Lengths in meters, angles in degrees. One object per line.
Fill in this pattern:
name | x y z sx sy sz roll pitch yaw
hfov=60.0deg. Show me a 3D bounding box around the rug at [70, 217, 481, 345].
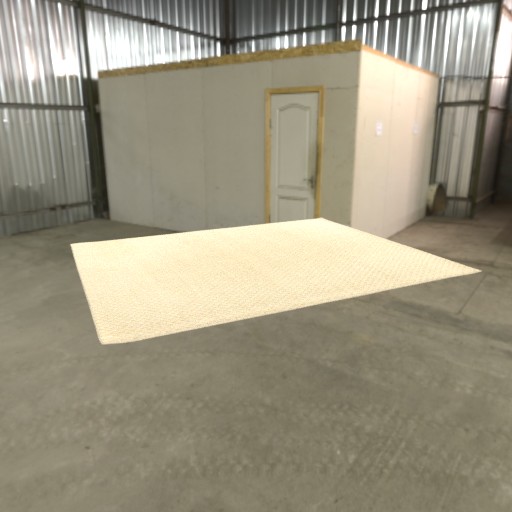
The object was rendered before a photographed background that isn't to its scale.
rug | 0.000 0.000 3.901 2.897 0.035 2.277 -8 18 -25
